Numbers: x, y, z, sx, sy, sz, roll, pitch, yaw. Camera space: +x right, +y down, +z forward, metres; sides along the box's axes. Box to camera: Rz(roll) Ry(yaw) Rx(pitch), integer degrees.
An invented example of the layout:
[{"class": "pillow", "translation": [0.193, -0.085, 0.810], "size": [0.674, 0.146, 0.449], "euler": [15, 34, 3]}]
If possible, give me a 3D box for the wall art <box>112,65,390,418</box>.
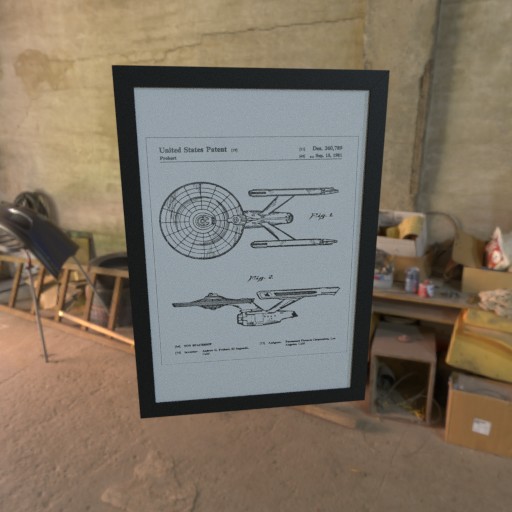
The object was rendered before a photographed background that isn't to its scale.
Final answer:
[{"class": "wall art", "translation": [0.000, 0.000, 0.674], "size": [0.379, 0.530, 0.008], "euler": [-2, 16, -8]}]
